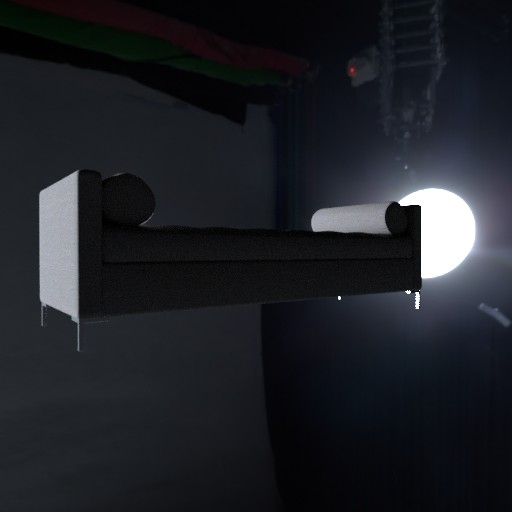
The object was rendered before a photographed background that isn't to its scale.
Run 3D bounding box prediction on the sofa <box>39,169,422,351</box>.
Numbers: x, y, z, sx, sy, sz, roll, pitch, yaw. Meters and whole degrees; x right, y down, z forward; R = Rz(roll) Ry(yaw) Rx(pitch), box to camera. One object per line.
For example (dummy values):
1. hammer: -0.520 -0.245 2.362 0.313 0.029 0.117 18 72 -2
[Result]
1. sofa: 0.000 0.000 2.351 1.981 0.635 0.686 0 1 -36
